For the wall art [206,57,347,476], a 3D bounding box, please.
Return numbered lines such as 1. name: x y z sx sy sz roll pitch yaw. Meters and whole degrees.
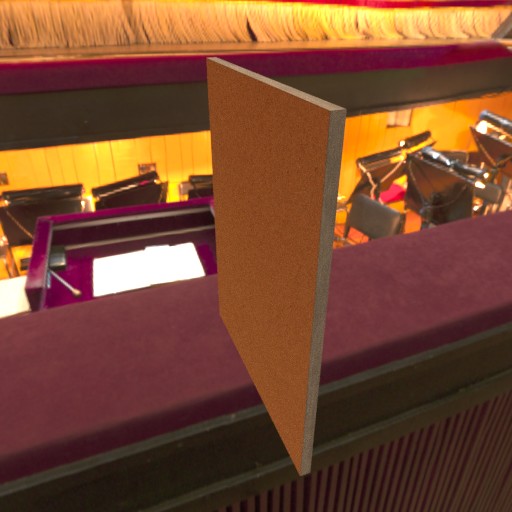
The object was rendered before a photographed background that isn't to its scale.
1. wall art: 0.000 0.000 0.806 0.020 0.613 0.481 -11 32 -18
